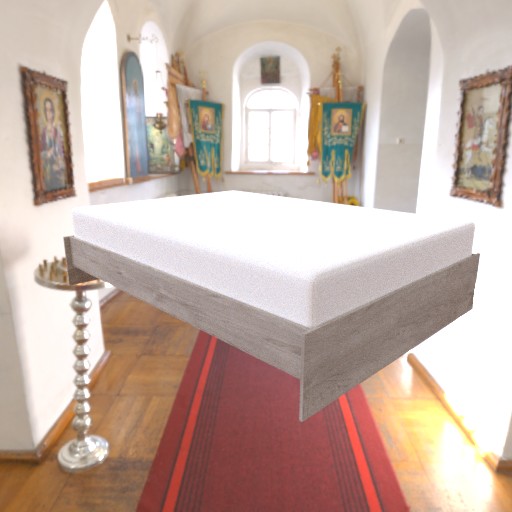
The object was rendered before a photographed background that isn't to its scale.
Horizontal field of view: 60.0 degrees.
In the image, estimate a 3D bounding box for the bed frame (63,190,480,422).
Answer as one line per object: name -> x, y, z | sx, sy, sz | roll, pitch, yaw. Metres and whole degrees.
bed frame -> 0.000, 0.000, 2.572 | 1.445, 0.497, 1.945 | -14, 21, -42
